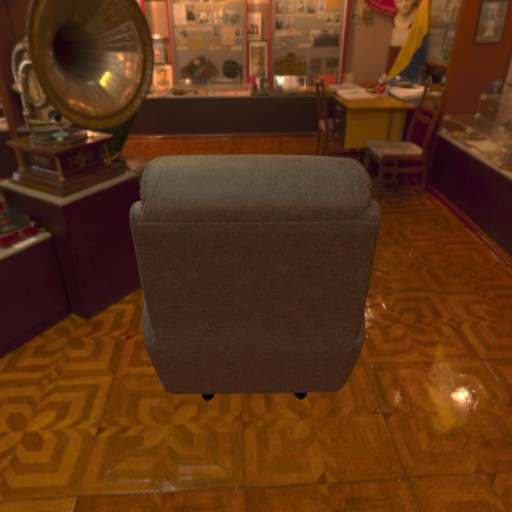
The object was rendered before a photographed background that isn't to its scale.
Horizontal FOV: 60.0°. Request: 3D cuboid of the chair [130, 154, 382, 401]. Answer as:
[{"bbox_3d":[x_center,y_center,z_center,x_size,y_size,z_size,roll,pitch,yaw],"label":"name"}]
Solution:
[{"bbox_3d":[0.000,0.000,1.811,0.865,1.067,1.067,-1,29,-1],"label":"chair"}]
